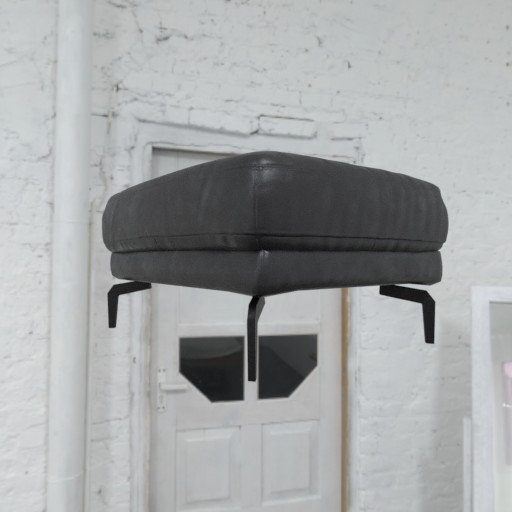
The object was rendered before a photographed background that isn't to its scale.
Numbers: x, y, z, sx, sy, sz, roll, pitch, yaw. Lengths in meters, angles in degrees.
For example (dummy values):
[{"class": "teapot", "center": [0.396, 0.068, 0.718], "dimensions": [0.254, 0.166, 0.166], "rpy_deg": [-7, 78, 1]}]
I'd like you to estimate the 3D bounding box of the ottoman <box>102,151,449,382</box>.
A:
[{"class": "ottoman", "center": [0.000, 0.000, 1.129], "dimensions": [0.570, 0.402, 0.764], "rpy_deg": [0, 0, -37]}]
